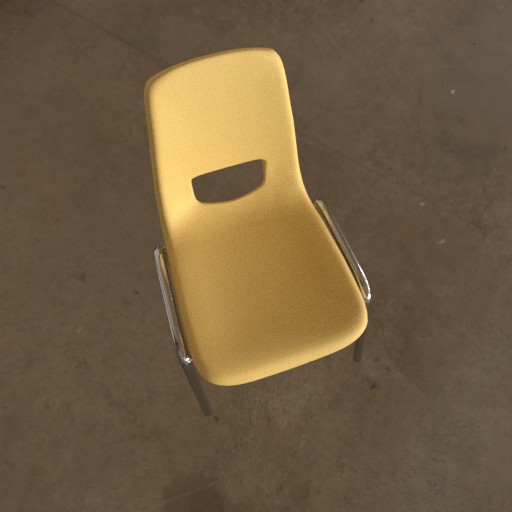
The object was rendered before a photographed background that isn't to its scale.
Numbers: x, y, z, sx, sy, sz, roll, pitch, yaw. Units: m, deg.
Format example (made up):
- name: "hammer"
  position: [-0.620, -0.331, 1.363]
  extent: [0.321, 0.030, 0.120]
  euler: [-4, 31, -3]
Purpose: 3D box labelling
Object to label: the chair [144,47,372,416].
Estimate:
- name: "chair"
  position: [0.000, 0.000, 0.769]
  extent: [0.354, 0.536, 0.385]
  euler: [-17, 66, -8]
